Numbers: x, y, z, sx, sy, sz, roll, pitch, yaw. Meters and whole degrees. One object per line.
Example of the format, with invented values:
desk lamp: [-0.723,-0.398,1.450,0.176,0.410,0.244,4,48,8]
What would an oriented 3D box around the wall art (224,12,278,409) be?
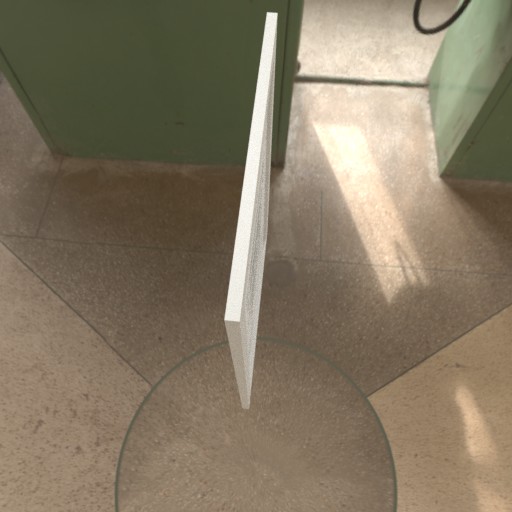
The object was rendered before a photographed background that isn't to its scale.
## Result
wall art: [0.000,0.000,0.679,0.013,0.533,0.381,5,64,3]
